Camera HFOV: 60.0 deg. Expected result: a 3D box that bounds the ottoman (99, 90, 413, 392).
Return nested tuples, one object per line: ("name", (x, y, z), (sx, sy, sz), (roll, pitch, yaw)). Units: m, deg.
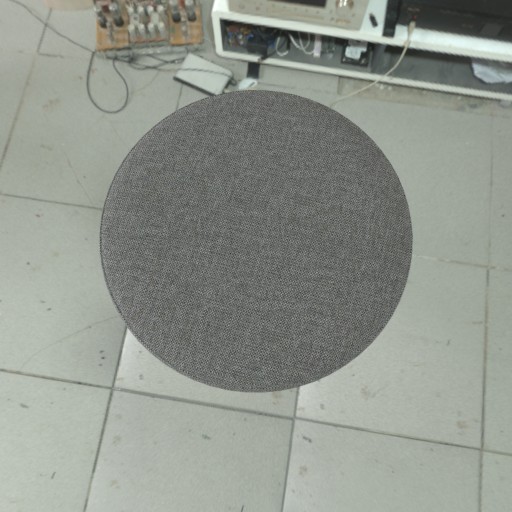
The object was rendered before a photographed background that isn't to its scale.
("ottoman", (0.000, 0.000, 0.908), (0.520, 0.430, 0.520), (0, 76, 0))
